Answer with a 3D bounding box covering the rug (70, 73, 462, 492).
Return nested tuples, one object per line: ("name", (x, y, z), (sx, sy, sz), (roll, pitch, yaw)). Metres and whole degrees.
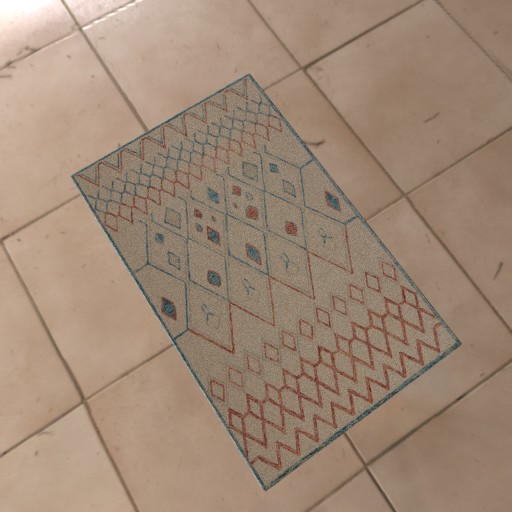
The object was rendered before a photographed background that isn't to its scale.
("rug", (0.000, 0.000, 2.977), (1.524, 0.015, 2.438), (-33, 77, -8))
